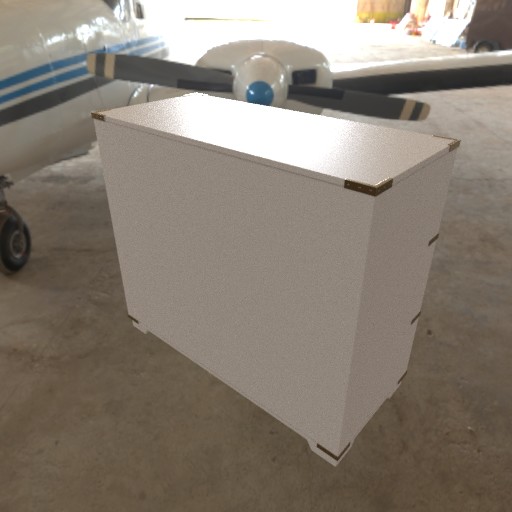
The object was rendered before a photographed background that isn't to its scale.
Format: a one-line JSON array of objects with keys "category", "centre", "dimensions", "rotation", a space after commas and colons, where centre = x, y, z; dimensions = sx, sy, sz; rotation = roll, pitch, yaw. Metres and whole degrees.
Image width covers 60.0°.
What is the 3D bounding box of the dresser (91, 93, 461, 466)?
[{"category": "dresser", "centre": [0.000, 0.000, 1.521], "dimensions": [1.022, 0.891, 0.460], "rotation": [23, 37, 35]}]
